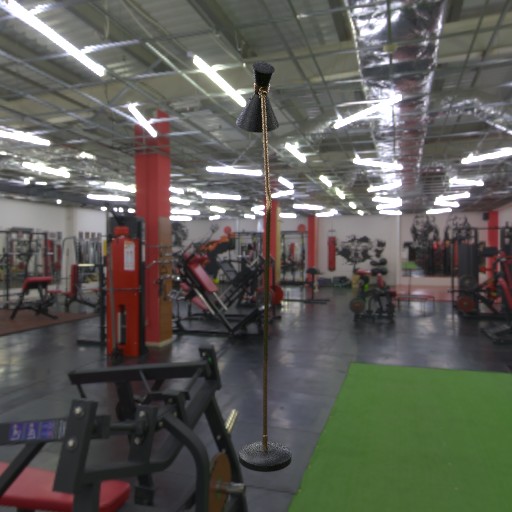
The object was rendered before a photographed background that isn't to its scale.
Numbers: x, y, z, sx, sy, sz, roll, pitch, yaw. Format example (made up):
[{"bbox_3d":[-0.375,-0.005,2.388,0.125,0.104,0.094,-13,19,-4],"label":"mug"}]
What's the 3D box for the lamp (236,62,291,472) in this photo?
[{"bbox_3d":[0.000,0.000,1.608,0.277,1.438,0.467,0,0,20],"label":"lamp"}]
